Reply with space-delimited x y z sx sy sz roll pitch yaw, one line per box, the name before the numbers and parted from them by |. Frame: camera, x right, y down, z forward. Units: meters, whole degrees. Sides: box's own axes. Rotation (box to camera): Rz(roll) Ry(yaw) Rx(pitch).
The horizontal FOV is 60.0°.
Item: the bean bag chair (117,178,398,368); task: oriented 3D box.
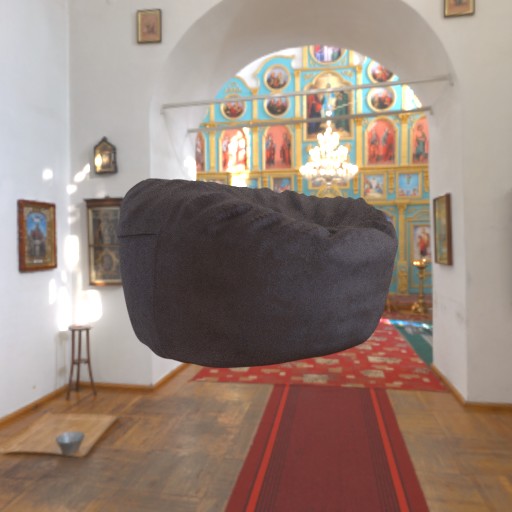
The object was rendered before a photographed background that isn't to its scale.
bean bag chair | 0.000 0.000 2.103 1.245 0.821 1.245 0 0 0
